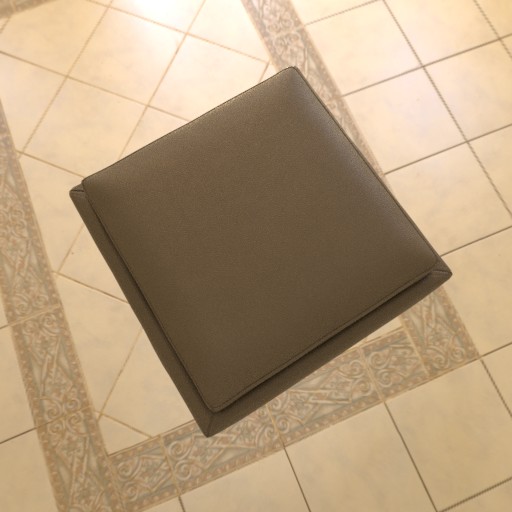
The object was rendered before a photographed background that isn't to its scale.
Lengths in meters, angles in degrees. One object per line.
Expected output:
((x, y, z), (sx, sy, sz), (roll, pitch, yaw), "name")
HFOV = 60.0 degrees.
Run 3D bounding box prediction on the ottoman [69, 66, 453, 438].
((0.000, 0.000, 0.831), (0.450, 0.460, 0.451), (-31, 78, -8), "ottoman")
